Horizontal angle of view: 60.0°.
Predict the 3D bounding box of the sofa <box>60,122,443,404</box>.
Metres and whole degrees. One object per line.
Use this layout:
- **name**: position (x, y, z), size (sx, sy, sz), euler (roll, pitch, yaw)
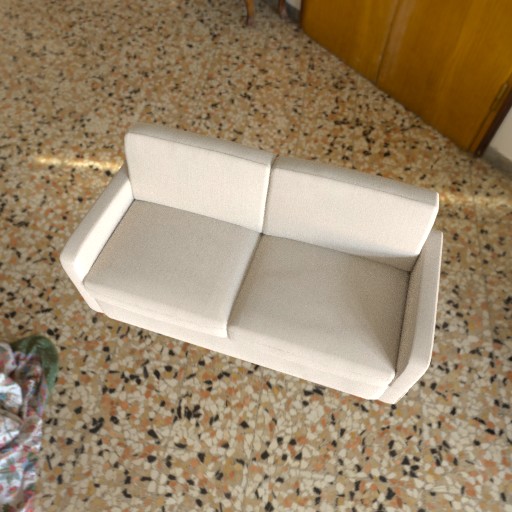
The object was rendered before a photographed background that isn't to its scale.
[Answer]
- **sofa**: position (0.000, 0.000, 2.340), size (1.808, 0.831, 0.894), euler (15, 59, 9)
